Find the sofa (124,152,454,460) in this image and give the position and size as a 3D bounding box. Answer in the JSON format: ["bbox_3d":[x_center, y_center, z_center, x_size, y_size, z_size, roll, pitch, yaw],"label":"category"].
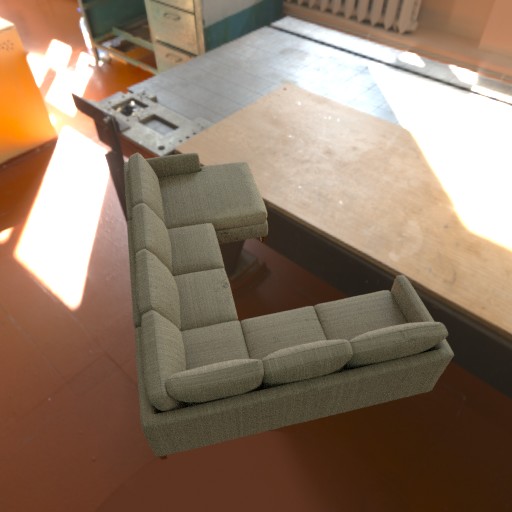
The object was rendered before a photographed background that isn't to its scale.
[{"bbox_3d":[0.000,0.000,4.764,2.594,0.961,3.460,-10,48,-9],"label":"sofa"}]
